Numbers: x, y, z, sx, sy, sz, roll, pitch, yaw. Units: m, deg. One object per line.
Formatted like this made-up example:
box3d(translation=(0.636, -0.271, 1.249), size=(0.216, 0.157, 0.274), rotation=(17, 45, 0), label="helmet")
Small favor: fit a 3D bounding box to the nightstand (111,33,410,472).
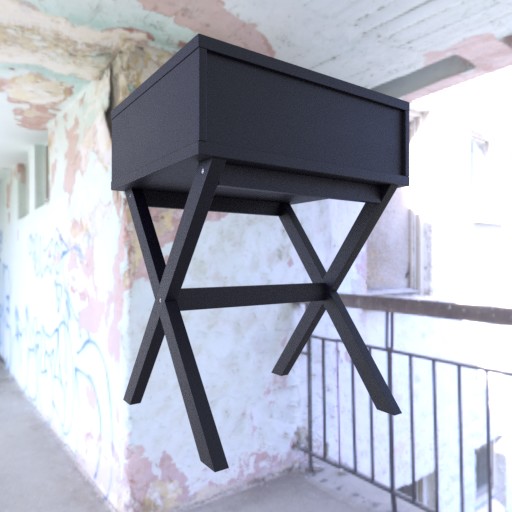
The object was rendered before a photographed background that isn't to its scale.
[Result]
box3d(translation=(0.000, 0.000, 0.922), size=(0.479, 0.623, 0.402), rotation=(0, -1, -35), label="nightstand")
